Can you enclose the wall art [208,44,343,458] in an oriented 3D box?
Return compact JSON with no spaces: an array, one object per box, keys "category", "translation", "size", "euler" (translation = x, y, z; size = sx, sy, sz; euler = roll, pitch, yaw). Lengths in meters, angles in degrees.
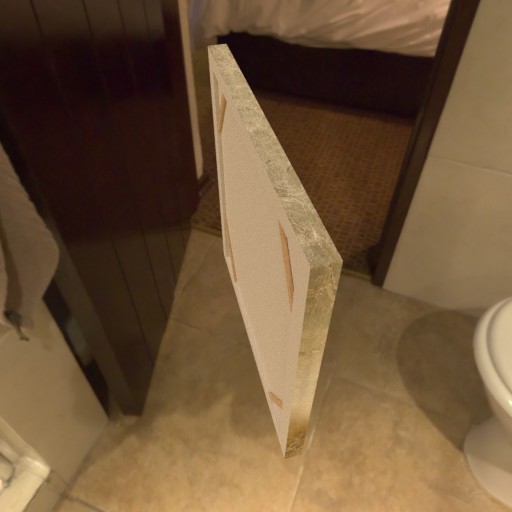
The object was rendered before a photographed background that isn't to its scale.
[{"category":"wall art","translation":[0.000,0.000,0.912],"size":[0.038,0.610,0.610],"euler":[-11,48,-10]}]
